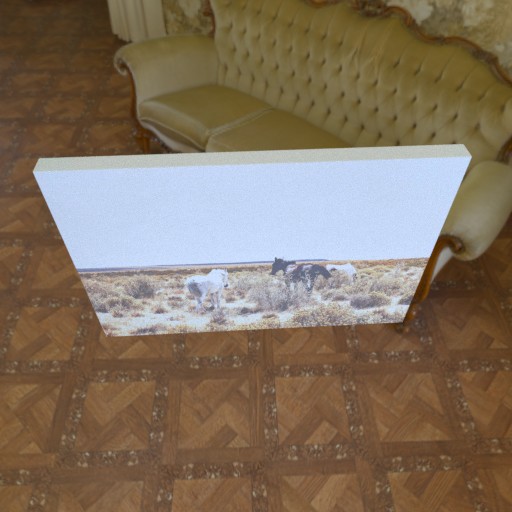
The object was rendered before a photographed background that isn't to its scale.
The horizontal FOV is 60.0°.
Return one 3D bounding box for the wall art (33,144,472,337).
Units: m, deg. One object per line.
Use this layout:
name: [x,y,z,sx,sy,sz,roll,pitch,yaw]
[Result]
wall art: [0.000,0.000,1.159,0.914,0.610,0.050,-2,47,-2]
